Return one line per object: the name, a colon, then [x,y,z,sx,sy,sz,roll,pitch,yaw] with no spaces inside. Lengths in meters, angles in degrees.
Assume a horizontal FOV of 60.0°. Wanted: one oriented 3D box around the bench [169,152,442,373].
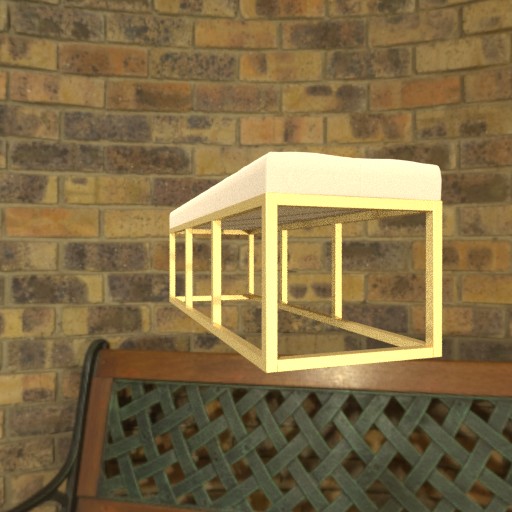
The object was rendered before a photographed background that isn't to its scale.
bench: [0.000,0.000,1.699,0.457,0.484,1.473,0,0,-19]
